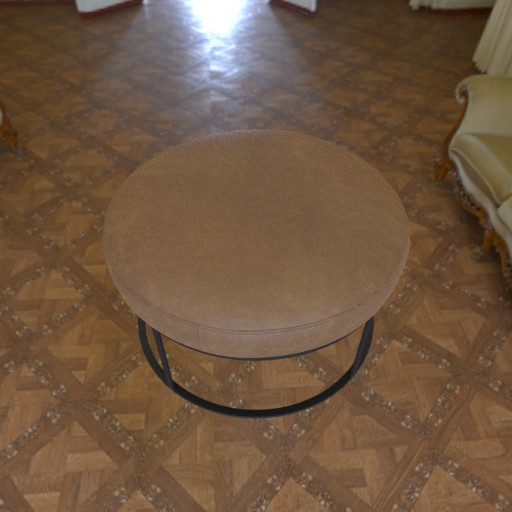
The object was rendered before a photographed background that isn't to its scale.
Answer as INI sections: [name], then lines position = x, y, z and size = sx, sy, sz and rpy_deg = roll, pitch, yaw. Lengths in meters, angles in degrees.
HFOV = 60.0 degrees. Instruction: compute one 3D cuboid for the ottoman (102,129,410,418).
[ottoman]
position = 0.000, 0.000, 1.249
size = 0.771, 0.460, 0.771
rpy_deg = 0, 45, 0
